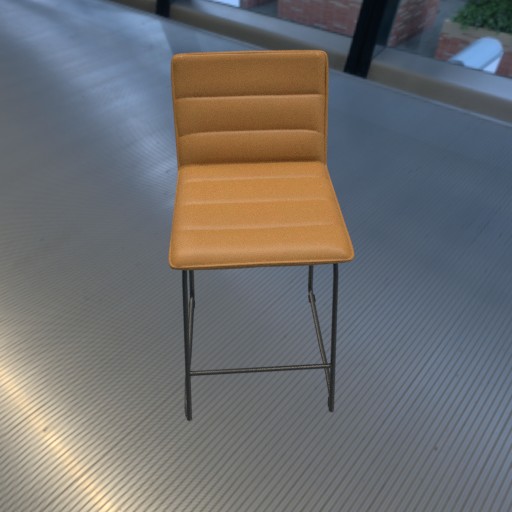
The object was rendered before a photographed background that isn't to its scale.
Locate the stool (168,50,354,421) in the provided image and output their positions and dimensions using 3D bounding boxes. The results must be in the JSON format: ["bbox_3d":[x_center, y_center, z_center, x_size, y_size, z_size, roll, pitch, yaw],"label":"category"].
[{"bbox_3d":[0.000,0.000,1.238,0.489,0.936,0.524,-3,45,-3],"label":"stool"}]
